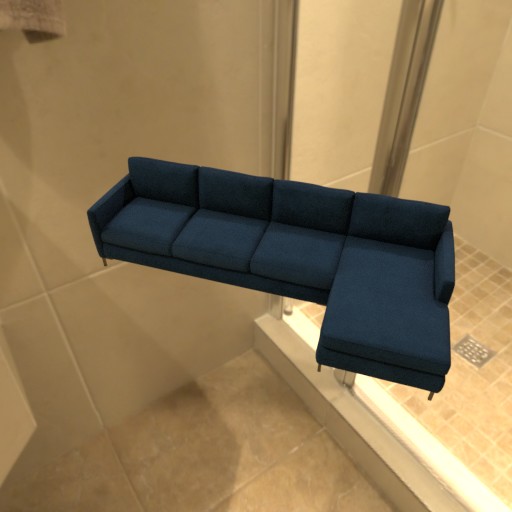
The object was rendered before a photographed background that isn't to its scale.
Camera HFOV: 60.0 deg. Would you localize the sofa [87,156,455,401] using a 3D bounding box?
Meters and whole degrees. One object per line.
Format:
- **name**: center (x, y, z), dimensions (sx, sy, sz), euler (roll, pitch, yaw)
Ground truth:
- **sofa**: center (0.000, 0.000, 3.509), dimensions (2.932, 0.810, 1.350), euler (11, 41, 14)
